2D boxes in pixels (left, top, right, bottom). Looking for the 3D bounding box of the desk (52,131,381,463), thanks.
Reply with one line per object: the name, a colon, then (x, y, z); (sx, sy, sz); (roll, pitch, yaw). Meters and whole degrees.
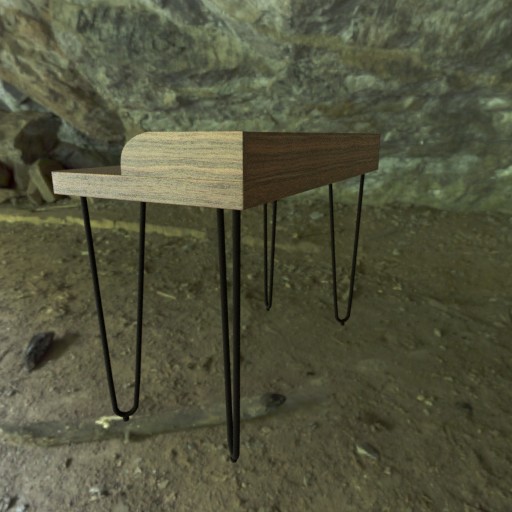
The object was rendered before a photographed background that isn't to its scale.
desk: (0.000, 0.000, 1.594); (0.565, 0.854, 1.200); (8, 17, 26)
